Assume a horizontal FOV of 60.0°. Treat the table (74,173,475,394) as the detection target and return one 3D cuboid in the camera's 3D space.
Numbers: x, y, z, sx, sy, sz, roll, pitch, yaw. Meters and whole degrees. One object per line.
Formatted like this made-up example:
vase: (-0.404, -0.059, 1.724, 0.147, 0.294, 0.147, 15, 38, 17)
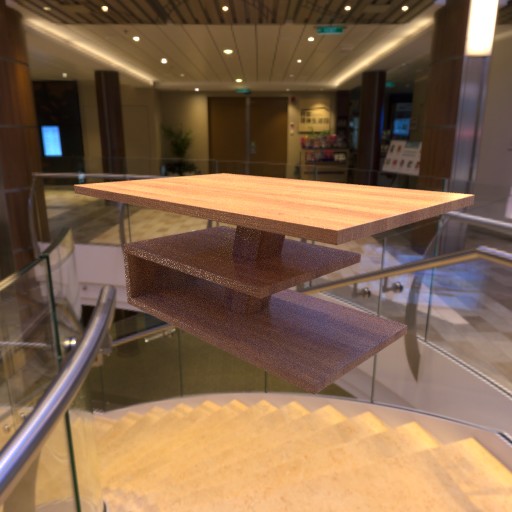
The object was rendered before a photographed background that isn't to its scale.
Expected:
table: (0.000, 0.000, 1.480, 1.100, 0.442, 0.700, 14, 21, 42)
